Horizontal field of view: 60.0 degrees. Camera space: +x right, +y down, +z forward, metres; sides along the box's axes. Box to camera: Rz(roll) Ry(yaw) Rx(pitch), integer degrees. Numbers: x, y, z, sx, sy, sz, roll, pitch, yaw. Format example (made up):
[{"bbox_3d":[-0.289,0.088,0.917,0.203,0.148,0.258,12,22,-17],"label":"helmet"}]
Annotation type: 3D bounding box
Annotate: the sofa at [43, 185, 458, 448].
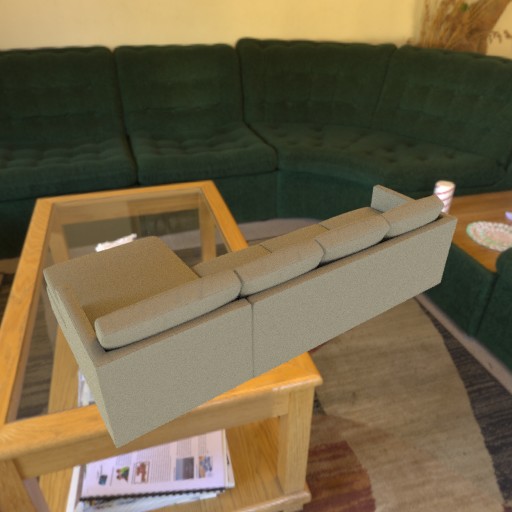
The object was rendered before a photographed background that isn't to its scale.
[{"bbox_3d":[0.000,0.000,3.808,3.177,0.867,1.622,-20,37,-28],"label":"sofa"}]
